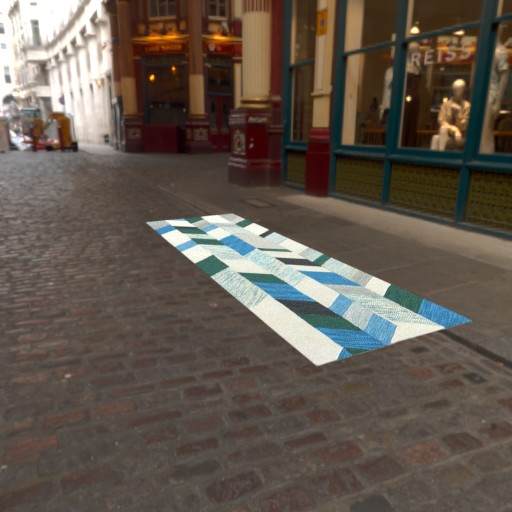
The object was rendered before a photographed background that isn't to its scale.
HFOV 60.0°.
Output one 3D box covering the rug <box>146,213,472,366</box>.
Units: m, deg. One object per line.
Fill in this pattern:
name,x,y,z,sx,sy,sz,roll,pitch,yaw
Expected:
rug,0.000,0.000,2.695,0.774,0.008,2.437,-8,19,-25
